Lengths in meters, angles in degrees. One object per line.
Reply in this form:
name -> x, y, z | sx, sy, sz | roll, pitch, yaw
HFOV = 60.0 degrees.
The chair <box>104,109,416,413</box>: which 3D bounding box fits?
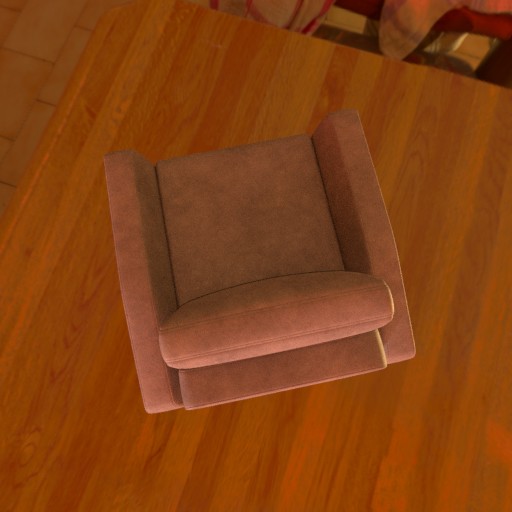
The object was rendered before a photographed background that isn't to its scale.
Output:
chair -> 0.000, 0.000, 1.549 | 0.900, 0.800, 0.900 | -11, 76, -3
